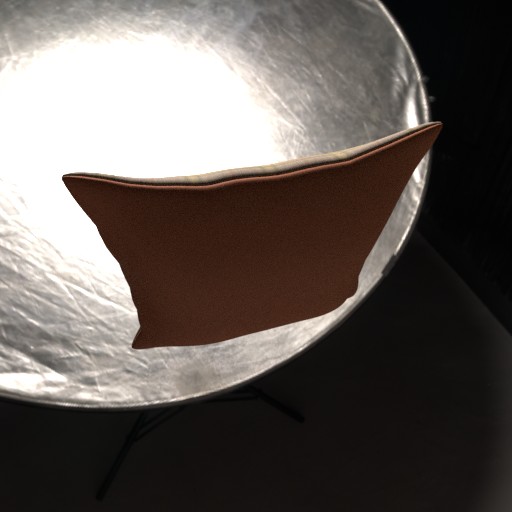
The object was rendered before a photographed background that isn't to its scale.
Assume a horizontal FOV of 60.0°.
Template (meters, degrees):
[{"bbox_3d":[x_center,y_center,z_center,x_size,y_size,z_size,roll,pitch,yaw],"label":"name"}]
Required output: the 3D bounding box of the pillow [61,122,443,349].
[{"bbox_3d":[0.000,0.000,0.685,0.453,0.430,0.200,-11,42,-13],"label":"pillow"}]
